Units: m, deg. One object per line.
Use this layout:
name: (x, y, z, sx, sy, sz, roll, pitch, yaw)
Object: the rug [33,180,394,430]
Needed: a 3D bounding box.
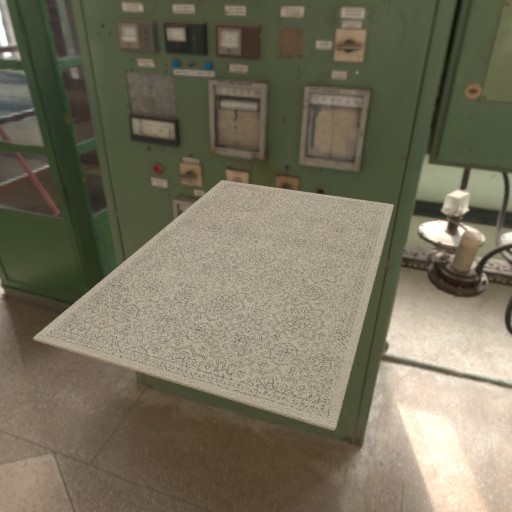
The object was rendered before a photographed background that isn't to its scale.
rug: (0.000, 0.000, 2.314, 1.219, 0.010, 1.829, 11, 33, 18)
